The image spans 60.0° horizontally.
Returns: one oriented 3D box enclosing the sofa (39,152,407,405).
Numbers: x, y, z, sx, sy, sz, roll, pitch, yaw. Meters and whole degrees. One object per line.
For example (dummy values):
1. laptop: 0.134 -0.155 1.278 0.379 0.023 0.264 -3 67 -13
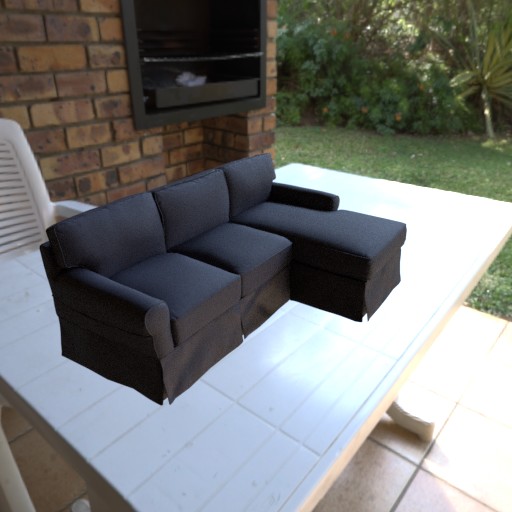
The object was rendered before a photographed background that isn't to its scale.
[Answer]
1. sofa: 0.000 0.000 3.417 1.637 1.039 2.518 17 31 31
